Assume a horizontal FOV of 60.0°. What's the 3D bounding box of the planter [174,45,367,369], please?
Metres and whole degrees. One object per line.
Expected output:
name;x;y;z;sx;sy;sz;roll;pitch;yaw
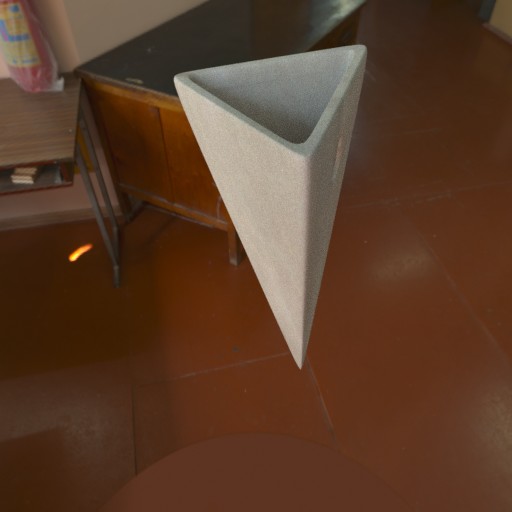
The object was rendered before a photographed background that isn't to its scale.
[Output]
planter;0.000;0.000;0.271;0.081;0.224;0.101;15;49;14
